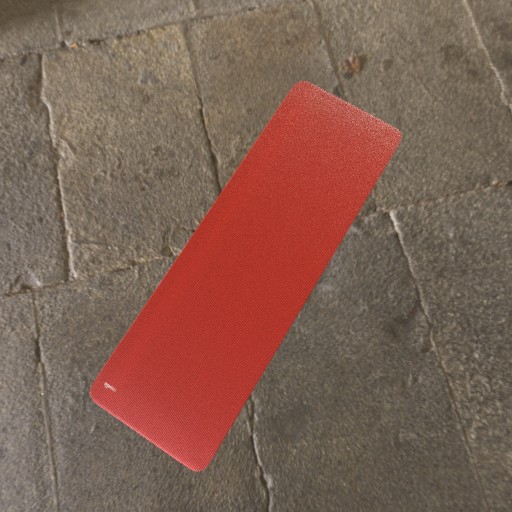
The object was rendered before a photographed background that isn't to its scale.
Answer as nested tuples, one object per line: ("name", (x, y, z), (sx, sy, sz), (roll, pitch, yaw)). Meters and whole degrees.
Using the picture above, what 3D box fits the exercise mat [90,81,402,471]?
("exercise mat", (0.000, 0.000, 2.088), (0.616, 0.021, 1.869), (31, 79, 7))
